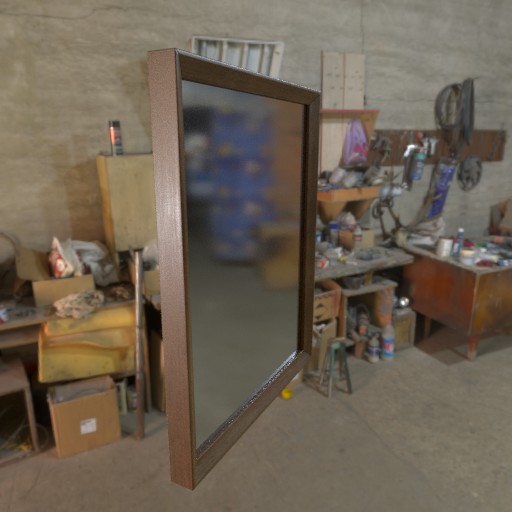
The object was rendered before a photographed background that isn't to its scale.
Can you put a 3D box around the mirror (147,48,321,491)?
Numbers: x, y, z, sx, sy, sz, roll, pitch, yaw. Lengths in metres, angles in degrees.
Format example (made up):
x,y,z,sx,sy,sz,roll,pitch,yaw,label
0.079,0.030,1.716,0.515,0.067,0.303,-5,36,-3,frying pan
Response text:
x,y,z,sx,sy,sz,roll,pitch,yaw,label
0.000,0.000,0.672,0.041,0.509,0.406,7,16,27,mirror
